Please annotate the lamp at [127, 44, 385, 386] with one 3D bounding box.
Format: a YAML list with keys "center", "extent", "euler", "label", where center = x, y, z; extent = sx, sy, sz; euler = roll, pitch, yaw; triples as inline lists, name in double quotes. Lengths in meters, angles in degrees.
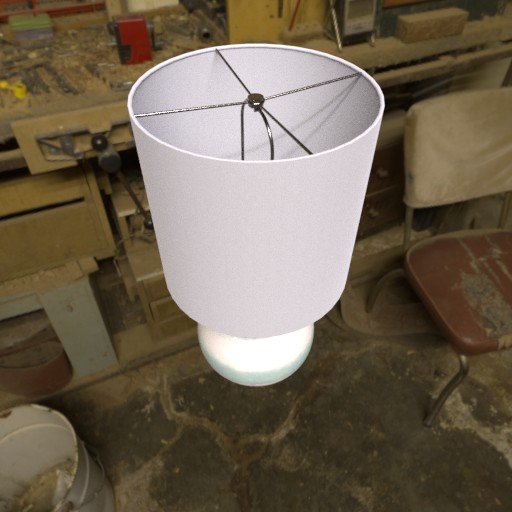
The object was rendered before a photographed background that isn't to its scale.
- center: [0.000, 0.000, 0.524]
  extent: [0.217, 0.404, 0.217]
  euler: [-16, 48, -16]
  label: "lamp"
